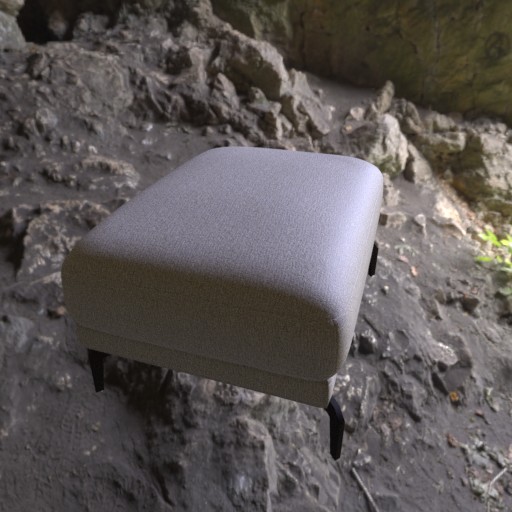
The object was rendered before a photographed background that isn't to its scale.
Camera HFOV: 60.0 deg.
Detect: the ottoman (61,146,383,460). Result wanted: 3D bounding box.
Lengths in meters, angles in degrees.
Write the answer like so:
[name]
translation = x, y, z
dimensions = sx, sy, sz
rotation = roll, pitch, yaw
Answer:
[ottoman]
translation = 0.000, 0.000, 1.104
dimensions = 0.568, 0.420, 0.772
rotation = 9, 31, 16
